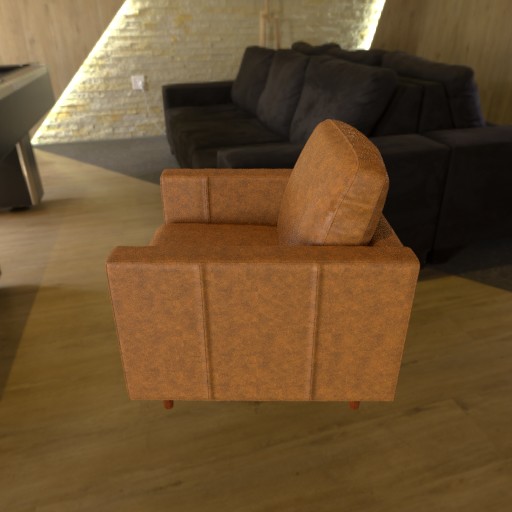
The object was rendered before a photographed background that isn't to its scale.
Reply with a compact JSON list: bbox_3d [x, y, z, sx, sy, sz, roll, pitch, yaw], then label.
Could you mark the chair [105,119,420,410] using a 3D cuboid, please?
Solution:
[{"bbox_3d":[0.000,0.000,1.701,0.909,0.956,0.890,0,28,0],"label":"chair"}]
